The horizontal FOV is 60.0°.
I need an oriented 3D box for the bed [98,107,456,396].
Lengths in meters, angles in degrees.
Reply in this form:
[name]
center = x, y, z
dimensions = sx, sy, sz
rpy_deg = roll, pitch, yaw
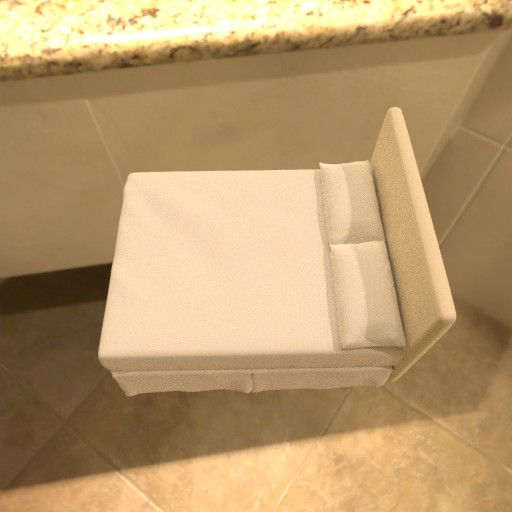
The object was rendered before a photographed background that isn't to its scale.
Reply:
[bed]
center = 0.000, 0.000, 3.291
dimensions = 2.147, 1.330, 1.714
rpy_deg = -1, 59, -1
